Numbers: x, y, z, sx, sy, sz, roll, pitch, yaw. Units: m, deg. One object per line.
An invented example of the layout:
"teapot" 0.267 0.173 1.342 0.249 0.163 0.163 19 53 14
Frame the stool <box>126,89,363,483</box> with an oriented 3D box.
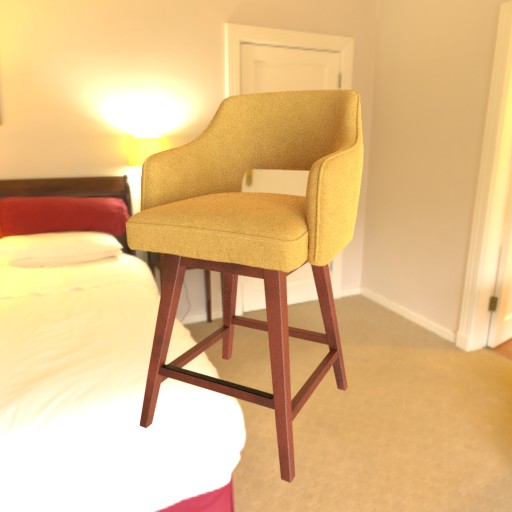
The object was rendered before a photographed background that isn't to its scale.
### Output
"stool" 0.000 0.000 1.255 0.548 0.924 0.558 8 17 26
